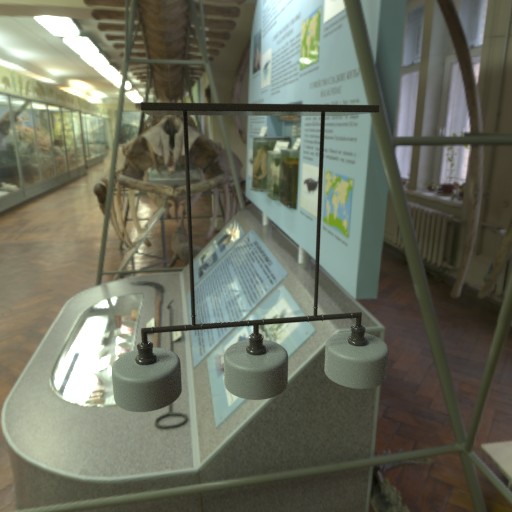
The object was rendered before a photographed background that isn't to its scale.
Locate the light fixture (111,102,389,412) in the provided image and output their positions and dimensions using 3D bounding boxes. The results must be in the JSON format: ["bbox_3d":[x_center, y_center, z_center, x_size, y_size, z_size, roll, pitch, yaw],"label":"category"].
[{"bbox_3d":[0.000,0.000,0.872,0.582,0.557,0.177,-3,16,-10],"label":"light fixture"}]
